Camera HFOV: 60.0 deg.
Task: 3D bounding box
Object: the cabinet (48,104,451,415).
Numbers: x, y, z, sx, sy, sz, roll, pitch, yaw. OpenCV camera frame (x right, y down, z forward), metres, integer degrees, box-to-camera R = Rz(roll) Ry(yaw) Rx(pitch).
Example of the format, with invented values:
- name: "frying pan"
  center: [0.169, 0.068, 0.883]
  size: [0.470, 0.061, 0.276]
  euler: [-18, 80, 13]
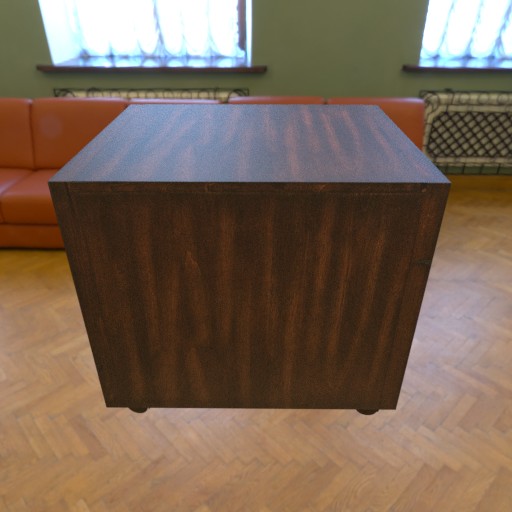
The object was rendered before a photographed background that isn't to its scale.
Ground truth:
- name: "cabinet"
  center: [0.000, 0.000, 0.822]
  size: [0.500, 0.455, 0.402]
  euler: [0, 32, 0]
